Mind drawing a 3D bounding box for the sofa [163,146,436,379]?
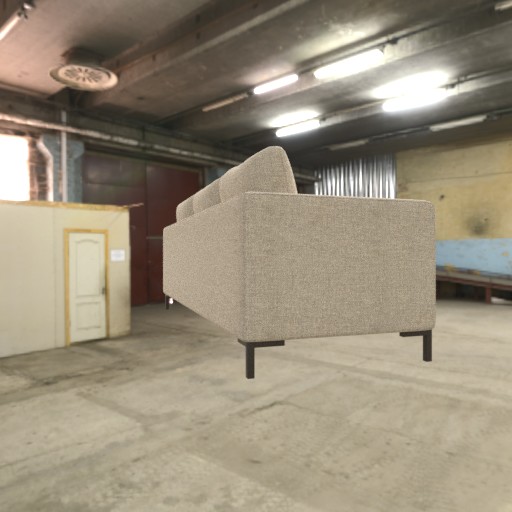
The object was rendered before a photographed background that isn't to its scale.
[{"bbox_3d":[0.000,0.000,2.738,0.859,0.874,2.218,0,0,-19],"label":"sofa"}]
